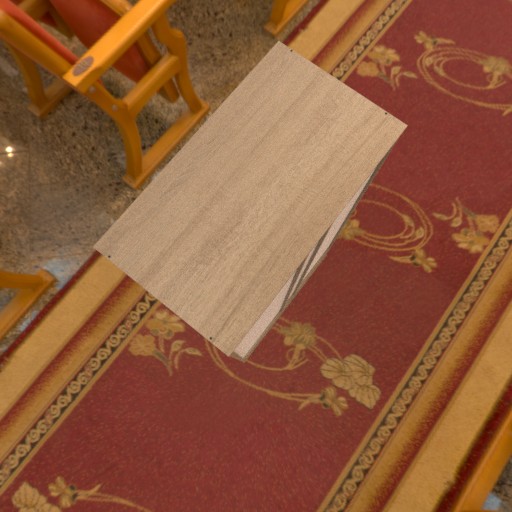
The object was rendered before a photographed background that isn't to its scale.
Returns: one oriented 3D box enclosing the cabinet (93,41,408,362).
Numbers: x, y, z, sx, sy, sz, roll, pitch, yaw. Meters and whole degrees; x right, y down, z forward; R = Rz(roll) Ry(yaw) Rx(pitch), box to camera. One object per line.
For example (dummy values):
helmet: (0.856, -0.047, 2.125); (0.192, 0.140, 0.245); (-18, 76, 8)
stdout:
cabinet: (0.000, 0.000, 2.475); (0.571, 1.999, 1.006); (37, 79, 9)
